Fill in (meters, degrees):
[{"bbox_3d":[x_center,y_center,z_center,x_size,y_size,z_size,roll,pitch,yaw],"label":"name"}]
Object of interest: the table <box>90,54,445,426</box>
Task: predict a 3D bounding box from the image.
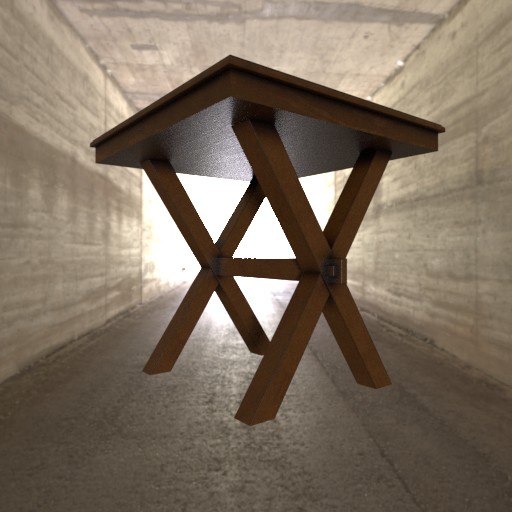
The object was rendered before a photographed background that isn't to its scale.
[{"bbox_3d":[0.000,0.000,1.018,0.560,0.562,0.602,0,0,-38],"label":"table"}]
